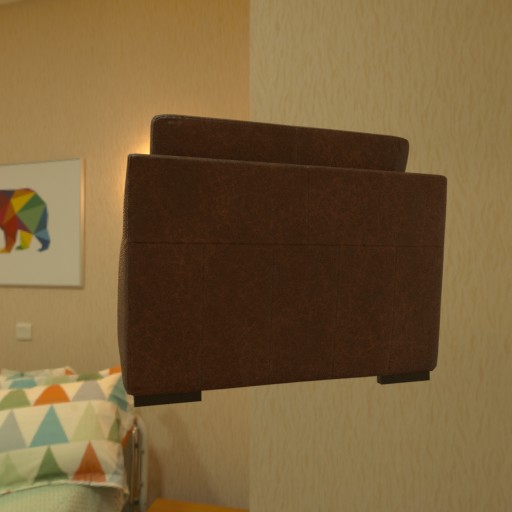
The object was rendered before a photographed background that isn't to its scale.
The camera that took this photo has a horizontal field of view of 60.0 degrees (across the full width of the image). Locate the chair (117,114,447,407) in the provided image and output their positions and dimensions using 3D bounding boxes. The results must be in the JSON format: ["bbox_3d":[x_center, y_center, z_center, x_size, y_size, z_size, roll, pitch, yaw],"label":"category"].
[{"bbox_3d":[0.000,0.000,1.964,1.168,0.939,1.143,0,-1,-17],"label":"chair"}]
